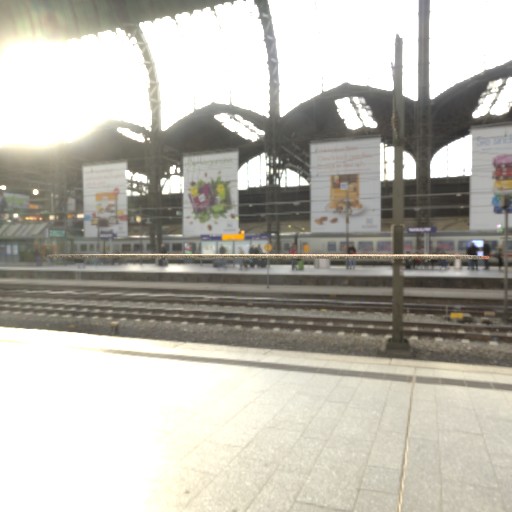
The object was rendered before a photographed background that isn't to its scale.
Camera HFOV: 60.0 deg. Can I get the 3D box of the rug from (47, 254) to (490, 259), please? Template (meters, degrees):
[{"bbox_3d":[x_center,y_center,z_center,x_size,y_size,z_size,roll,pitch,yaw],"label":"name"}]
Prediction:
[{"bbox_3d":[0.000,0.000,2.675,2.413,0.016,0.810,0,1,19],"label":"rug"}]
